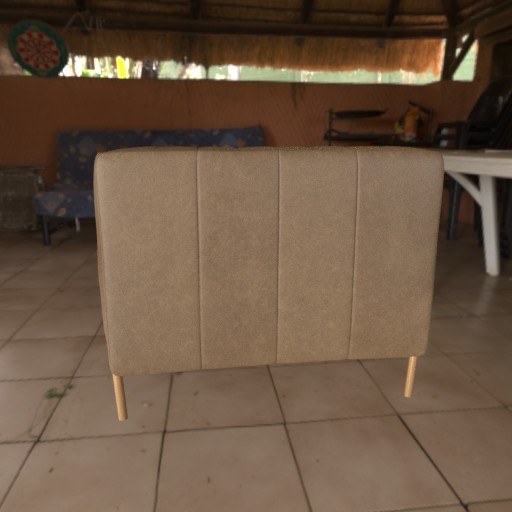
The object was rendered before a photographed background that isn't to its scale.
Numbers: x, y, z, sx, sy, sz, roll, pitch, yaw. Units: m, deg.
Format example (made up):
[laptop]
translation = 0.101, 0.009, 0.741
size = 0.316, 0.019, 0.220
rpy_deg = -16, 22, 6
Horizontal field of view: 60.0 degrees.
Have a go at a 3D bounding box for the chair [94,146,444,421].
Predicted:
[chair]
translation = 0.000, 0.000, 1.608
size = 0.981, 0.779, 0.876
rpy_deg = -2, 15, -8
